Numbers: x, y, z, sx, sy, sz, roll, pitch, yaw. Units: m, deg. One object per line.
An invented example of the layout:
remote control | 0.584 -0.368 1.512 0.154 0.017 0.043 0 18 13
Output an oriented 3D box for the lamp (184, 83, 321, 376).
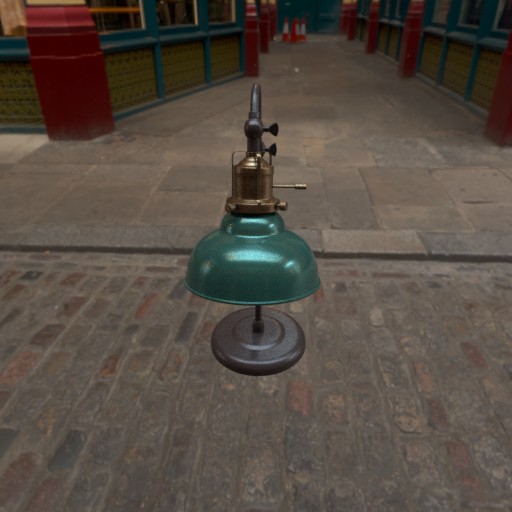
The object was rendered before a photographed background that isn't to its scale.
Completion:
lamp | 0.000 0.000 0.692 0.192 0.508 0.374 1 30 2
